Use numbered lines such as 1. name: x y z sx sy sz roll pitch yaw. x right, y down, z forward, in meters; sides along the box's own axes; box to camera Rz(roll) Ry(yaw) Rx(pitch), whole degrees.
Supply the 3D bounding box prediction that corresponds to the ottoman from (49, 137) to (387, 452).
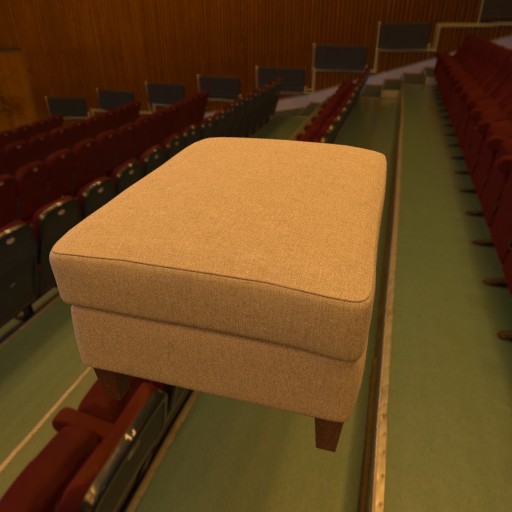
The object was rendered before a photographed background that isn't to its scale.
1. ottoman: 0.000 0.000 1.294 0.677 0.519 0.898 8 31 14
